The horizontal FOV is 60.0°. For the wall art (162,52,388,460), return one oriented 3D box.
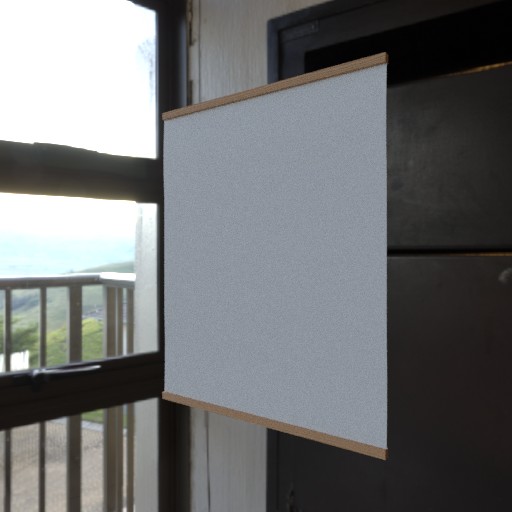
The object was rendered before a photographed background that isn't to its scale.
[{"bbox_3d":[0.000,0.000,0.673,0.404,0.507,0.010,0,0,36],"label":"wall art"}]
